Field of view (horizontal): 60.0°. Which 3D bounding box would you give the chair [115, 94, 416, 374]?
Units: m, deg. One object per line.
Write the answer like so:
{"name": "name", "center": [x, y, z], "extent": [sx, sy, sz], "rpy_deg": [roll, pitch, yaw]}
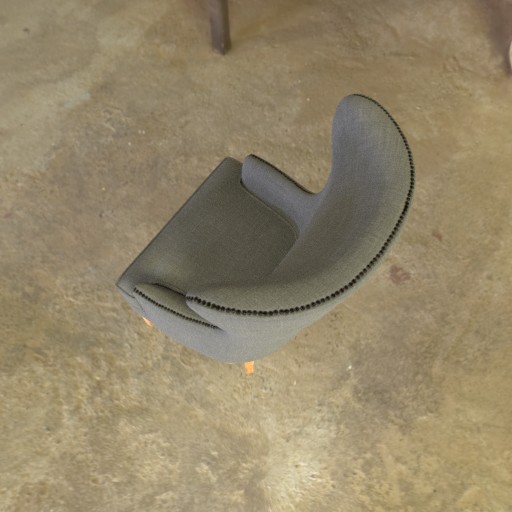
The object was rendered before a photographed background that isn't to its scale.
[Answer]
{"name": "chair", "center": [0.000, 0.000, 1.779], "extent": [0.883, 1.176, 0.864], "rpy_deg": [31, 68, 14]}
